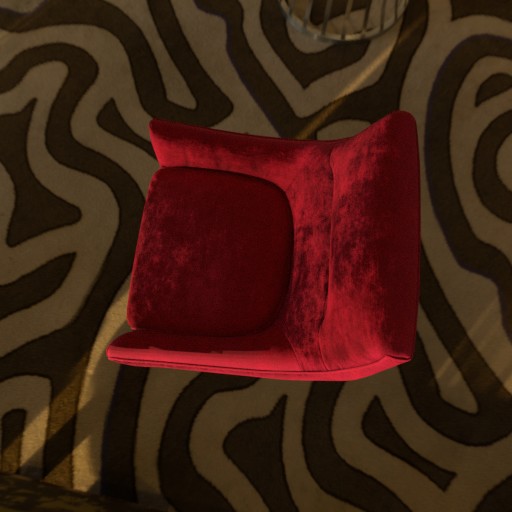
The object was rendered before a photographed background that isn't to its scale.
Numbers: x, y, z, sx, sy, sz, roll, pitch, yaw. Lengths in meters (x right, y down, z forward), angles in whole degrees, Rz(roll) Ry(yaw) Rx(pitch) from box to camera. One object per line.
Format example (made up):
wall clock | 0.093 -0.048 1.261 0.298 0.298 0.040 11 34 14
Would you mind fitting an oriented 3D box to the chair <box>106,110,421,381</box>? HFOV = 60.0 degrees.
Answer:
chair | 0.000 0.000 1.432 0.787 0.838 0.762 6 75 2
